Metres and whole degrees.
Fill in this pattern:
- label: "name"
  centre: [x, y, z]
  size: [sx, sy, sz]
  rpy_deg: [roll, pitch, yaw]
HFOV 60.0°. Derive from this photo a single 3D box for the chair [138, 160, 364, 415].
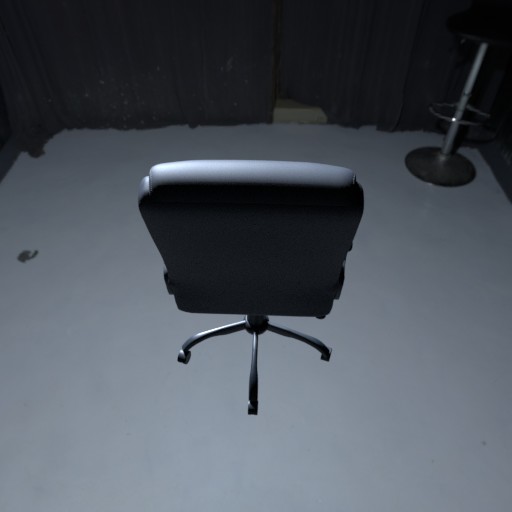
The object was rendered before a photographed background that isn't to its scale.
- label: "chair"
  centre: [0.000, 0.000, 1.450]
  size: [0.615, 1.072, 0.655]
  rpy_deg: [2, 46, 2]
